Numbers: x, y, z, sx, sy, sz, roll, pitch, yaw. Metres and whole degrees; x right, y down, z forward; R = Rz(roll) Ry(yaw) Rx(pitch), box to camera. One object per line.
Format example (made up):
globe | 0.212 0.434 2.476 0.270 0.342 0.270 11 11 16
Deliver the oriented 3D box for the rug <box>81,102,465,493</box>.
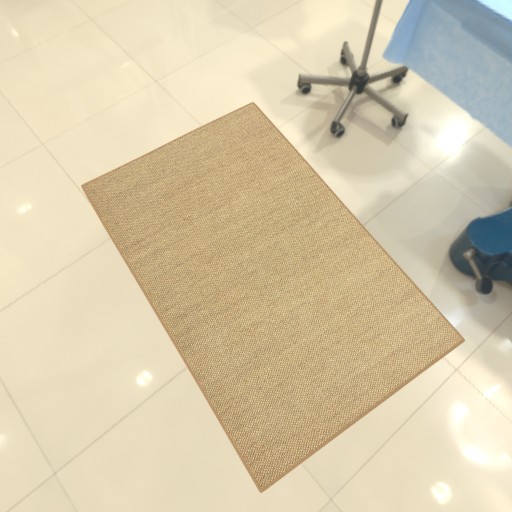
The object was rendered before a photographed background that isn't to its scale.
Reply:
rug | 0.000 0.000 2.084 1.061 0.012 1.668 -30 67 -14
